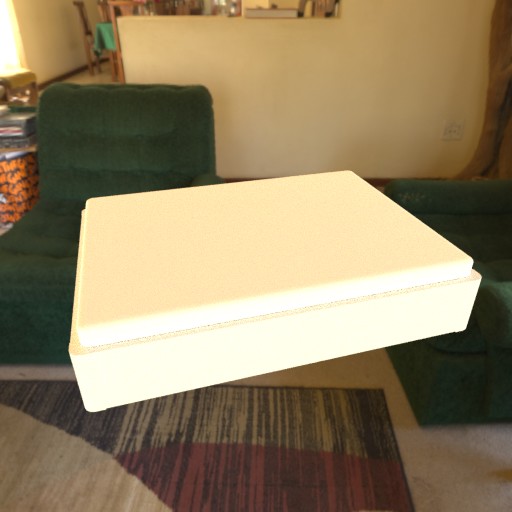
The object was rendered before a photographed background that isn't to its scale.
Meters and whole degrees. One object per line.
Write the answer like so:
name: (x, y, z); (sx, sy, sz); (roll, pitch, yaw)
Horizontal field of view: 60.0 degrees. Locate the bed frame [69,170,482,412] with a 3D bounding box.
bed frame: (0.000, 0.000, 2.543); (1.900, 0.406, 1.400); (-9, 32, -14)
